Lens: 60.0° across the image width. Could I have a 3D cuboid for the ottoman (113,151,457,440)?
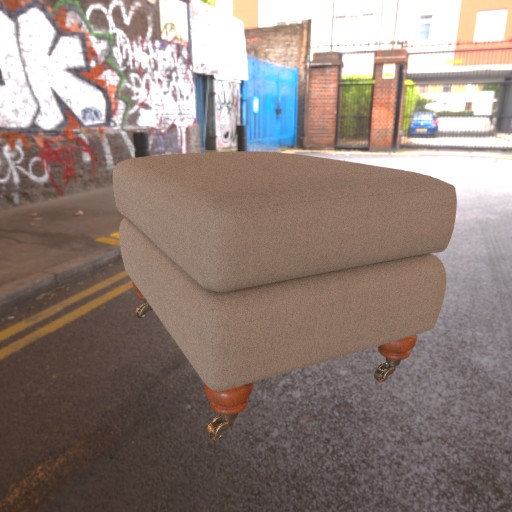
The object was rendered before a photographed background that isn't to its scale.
[{"bbox_3d":[0.000,0.000,1.145,0.569,0.504,0.773,-9,20,-26],"label":"ottoman"}]
